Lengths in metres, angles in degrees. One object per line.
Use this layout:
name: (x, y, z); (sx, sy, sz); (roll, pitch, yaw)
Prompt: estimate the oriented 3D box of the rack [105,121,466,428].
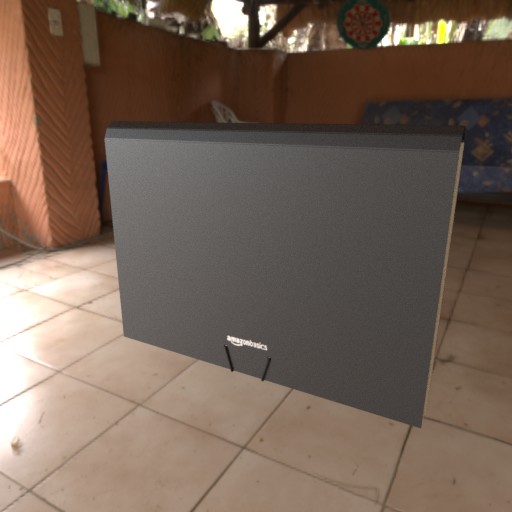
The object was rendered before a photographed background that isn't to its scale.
rack: (0.000, 0.000, 0.419); (0.330, 0.241, 0.041); (10, 20, 27)
